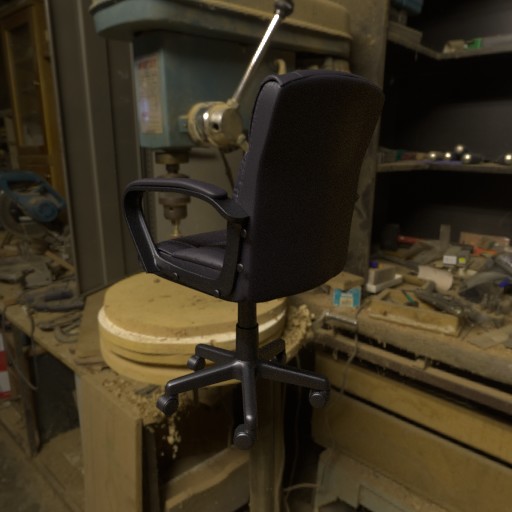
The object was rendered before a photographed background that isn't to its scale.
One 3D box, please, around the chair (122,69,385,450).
[{"bbox_3d":[0.000,0.000,1.359,0.641,0.998,0.576,14,20,42],"label":"chair"}]
